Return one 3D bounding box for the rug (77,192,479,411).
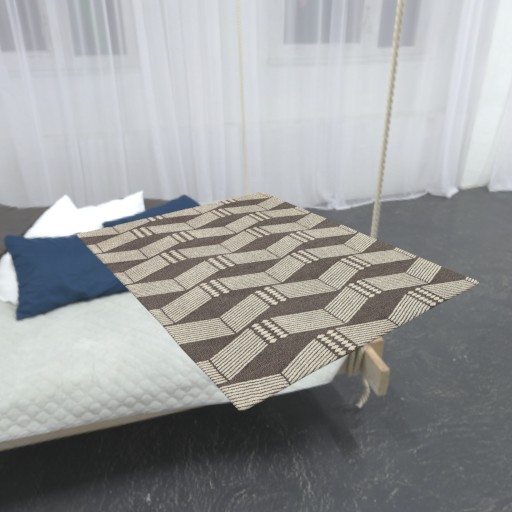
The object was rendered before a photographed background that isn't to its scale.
[{"bbox_3d":[0.000,0.000,4.173,2.438,0.016,3.048,-18,31,-32],"label":"rug"}]
